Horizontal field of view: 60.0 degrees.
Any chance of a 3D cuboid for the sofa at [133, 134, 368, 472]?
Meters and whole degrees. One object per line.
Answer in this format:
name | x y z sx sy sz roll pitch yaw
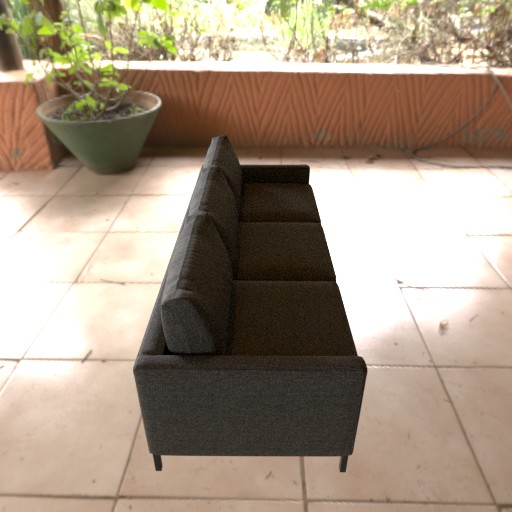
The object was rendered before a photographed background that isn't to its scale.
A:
sofa | 0.000 0.000 2.629 0.876 0.879 2.253 0 31 0
